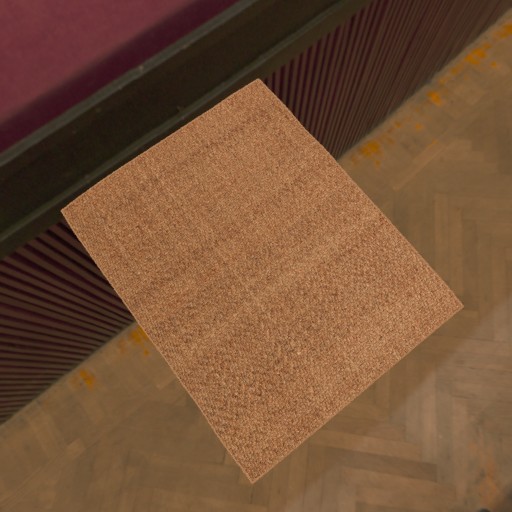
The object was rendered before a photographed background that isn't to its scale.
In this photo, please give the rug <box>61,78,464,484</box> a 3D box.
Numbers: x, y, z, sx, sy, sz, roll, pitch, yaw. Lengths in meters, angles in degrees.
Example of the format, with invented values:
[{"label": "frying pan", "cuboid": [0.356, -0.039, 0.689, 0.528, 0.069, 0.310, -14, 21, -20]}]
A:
[{"label": "rug", "cuboid": [0.000, 0.000, 4.120, 2.439, 0.013, 3.048, -37, 78, -9]}]
